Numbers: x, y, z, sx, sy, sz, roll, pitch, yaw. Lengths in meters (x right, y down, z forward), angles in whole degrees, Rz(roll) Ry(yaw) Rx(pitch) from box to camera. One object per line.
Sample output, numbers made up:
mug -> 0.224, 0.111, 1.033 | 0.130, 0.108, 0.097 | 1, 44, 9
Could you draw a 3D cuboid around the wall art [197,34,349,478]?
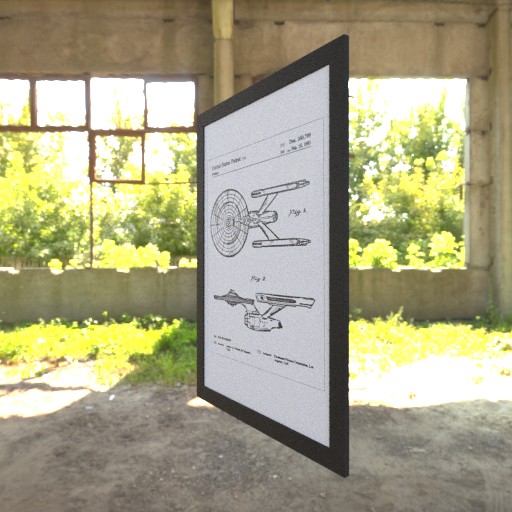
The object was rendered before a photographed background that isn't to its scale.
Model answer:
wall art -> 0.000, 0.000, 0.686 | 0.008, 0.530, 0.379 | 0, 0, -35
